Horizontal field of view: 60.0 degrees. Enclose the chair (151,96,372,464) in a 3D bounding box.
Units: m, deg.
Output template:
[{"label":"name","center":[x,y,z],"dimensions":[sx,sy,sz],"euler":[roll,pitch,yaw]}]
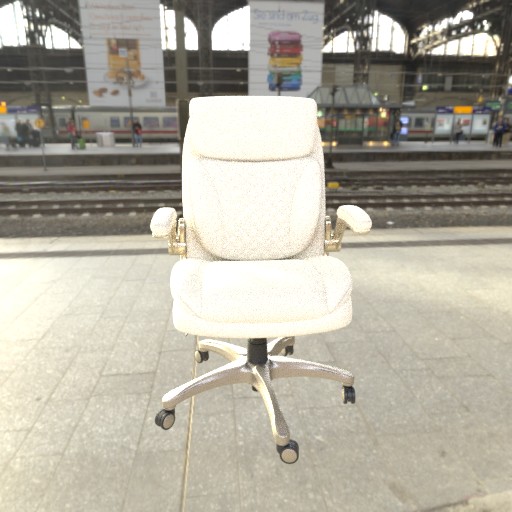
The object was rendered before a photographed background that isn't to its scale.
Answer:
[{"label":"chair","center":[0.000,0.000,1.569],"dimensions":[0.740,1.110,0.794],"euler":[-2,16,-7]}]
